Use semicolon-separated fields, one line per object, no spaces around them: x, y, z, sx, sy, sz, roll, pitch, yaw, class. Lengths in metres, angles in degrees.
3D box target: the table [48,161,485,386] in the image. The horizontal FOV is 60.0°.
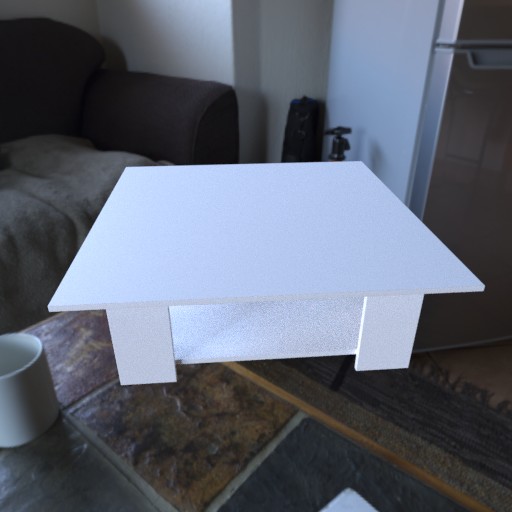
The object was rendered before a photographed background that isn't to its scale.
0.000;0.000;1.358;0.890;0.305;0.890;-2;29;-4;table
